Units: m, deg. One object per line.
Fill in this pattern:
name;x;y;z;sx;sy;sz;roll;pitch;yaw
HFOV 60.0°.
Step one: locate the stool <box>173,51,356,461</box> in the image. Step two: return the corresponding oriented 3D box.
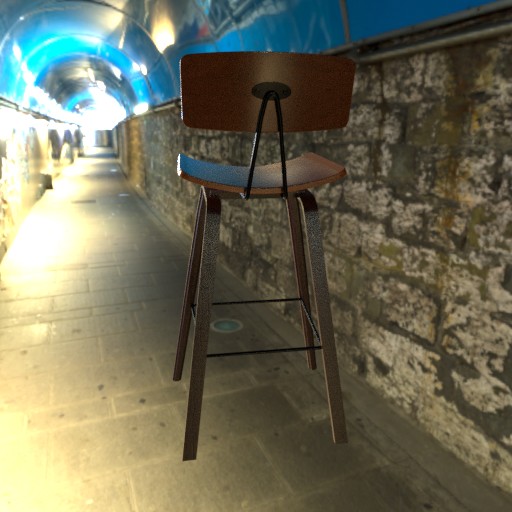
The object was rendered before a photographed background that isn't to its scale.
stool;0.000;0.000;1.226;0.509;0.969;0.440;-2;15;-9
